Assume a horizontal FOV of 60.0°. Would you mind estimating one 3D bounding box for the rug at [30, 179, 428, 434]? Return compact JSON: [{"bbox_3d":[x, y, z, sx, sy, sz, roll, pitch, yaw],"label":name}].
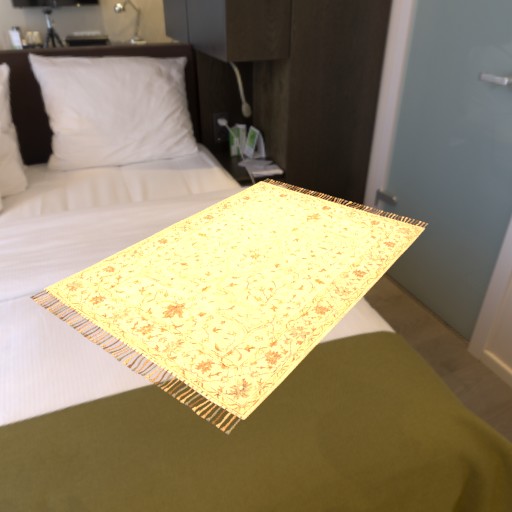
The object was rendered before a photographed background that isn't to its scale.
[{"bbox_3d":[0.000,0.000,2.350,1.218,0.017,1.861,22,37,31],"label":"rug"}]
